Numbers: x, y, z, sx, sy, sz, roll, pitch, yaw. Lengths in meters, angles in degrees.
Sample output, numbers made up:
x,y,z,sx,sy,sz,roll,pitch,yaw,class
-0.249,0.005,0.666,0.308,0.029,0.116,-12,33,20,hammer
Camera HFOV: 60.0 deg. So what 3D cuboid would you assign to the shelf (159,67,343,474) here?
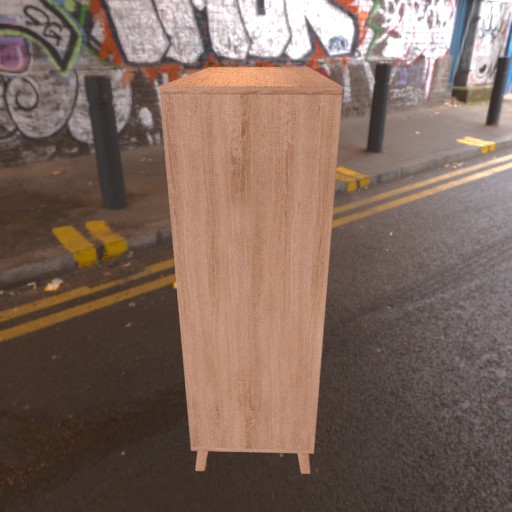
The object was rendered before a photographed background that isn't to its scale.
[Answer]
x,y,z,sx,sy,sz,roll,pitch,yaw,class
0.000,0.000,1.827,0.450,1.390,1.000,1,26,1,shelf
